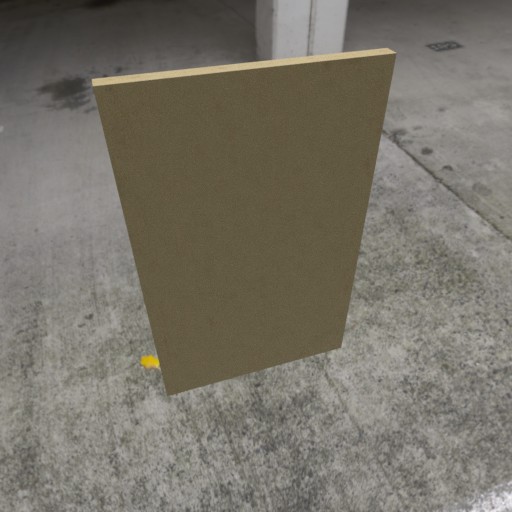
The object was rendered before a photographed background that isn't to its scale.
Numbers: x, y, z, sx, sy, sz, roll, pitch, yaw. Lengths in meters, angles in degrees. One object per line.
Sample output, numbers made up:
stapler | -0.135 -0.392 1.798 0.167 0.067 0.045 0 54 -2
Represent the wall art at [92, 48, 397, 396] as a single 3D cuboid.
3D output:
wall art | 0.000 0.000 0.979 0.510 0.810 0.039 -12 42 -14
